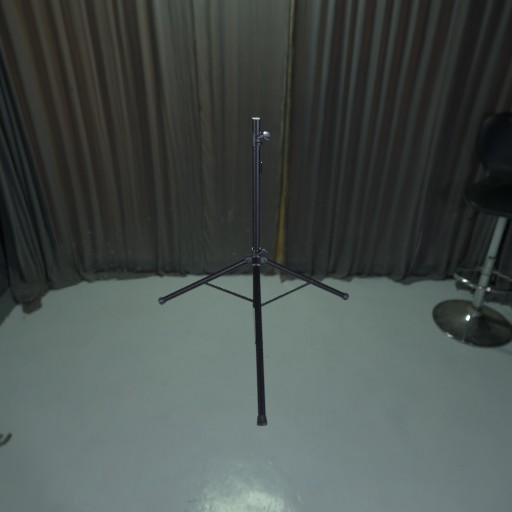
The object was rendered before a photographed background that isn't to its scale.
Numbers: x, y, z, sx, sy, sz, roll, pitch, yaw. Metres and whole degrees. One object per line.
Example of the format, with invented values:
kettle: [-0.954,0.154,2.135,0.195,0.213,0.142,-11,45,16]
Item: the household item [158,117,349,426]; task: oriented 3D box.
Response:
household item: [0.000,0.000,2.793,1.596,1.595,1.339,-1,30,-1]
